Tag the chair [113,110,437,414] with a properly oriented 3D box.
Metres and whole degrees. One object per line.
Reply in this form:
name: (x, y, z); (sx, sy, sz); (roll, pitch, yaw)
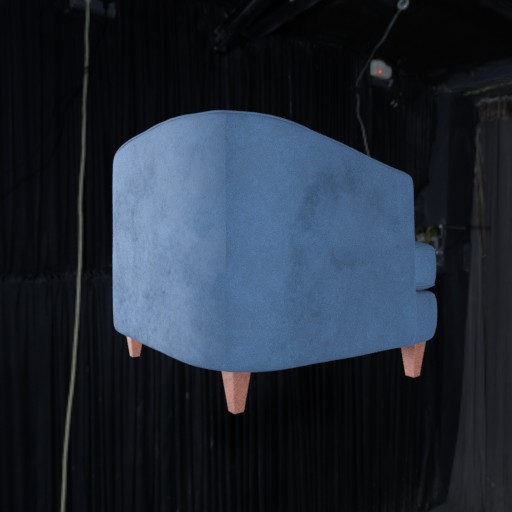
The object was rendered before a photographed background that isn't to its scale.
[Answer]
chair: (0.000, 0.000, 1.760); (0.940, 0.852, 1.094); (-1, 1, -36)
